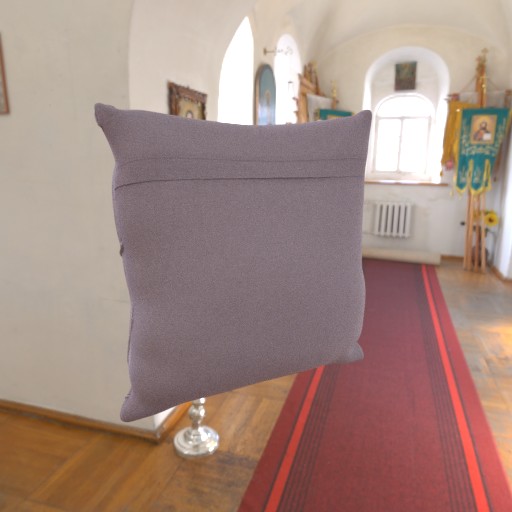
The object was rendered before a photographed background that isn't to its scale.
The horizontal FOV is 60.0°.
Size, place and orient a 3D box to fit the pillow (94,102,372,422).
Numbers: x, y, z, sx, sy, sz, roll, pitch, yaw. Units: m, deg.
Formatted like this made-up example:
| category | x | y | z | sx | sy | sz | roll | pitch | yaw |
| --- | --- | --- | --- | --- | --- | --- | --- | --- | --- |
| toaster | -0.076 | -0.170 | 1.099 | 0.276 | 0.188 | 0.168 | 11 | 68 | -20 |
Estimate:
| category | x | y | z | sx | sy | sz | roll | pitch | yaw |
| --- | --- | --- | --- | --- | --- | --- | --- | --- | --- |
| pillow | 0.000 | 0.000 | 0.677 | 0.439 | 0.440 | 0.185 | -7 | 16 | -27 |
